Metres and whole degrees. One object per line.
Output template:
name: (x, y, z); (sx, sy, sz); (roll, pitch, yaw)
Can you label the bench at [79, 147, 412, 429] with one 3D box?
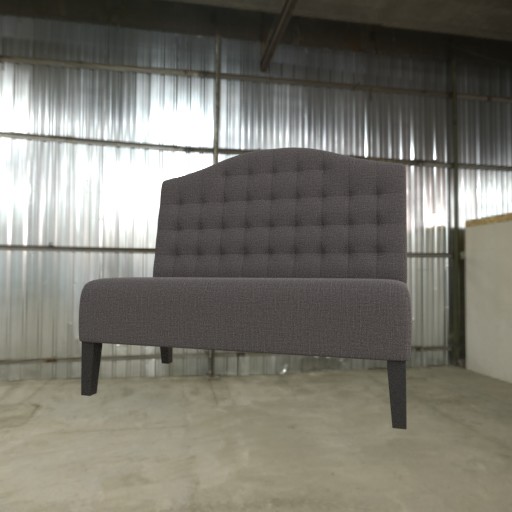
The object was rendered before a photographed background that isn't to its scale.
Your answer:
bench: (0.000, 0.000, 2.046); (1.335, 1.180, 0.815); (-1, -2, 18)
